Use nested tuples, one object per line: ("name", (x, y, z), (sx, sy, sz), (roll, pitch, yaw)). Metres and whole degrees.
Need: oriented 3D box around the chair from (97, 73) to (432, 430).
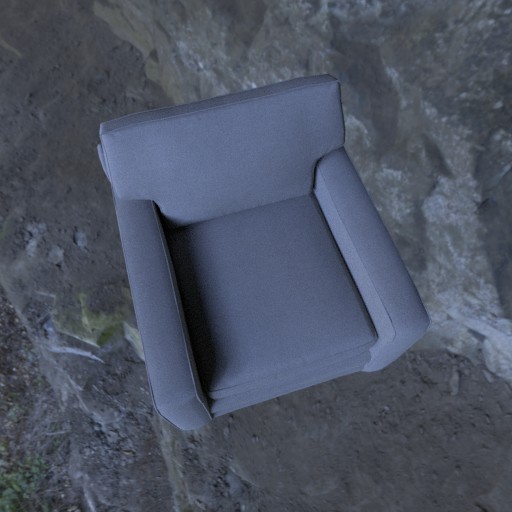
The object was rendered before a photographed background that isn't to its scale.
("chair", (0.000, 0.000, 1.813), (0.999, 0.934, 1.044), (-15, 64, -8))
